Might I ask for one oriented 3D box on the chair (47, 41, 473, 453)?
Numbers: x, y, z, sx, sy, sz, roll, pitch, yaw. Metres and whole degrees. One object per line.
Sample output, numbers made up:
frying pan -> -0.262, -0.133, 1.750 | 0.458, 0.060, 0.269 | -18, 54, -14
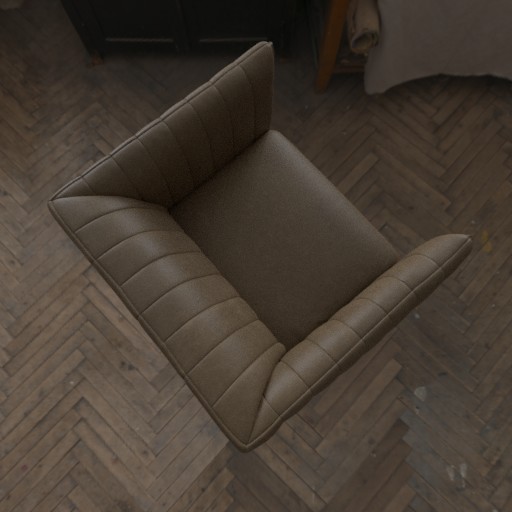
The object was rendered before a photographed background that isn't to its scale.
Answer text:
chair -> 0.000, 0.000, 1.619 | 0.876, 0.779, 0.981 | -40, 78, -10
